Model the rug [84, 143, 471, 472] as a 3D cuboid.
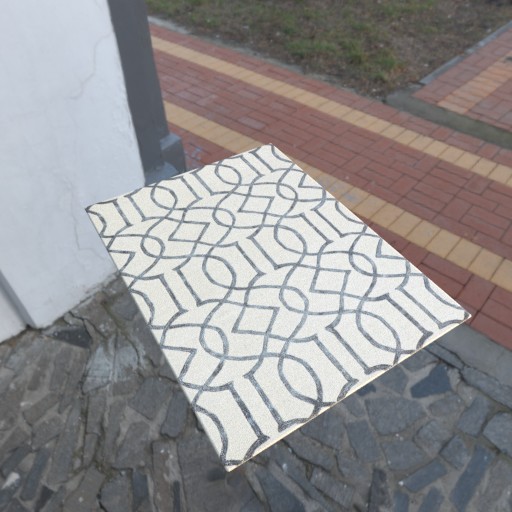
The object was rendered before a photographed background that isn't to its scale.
[{"bbox_3d":[0.000,0.000,3.945,2.211,0.021,2.910,-24,51,-21],"label":"rug"}]
